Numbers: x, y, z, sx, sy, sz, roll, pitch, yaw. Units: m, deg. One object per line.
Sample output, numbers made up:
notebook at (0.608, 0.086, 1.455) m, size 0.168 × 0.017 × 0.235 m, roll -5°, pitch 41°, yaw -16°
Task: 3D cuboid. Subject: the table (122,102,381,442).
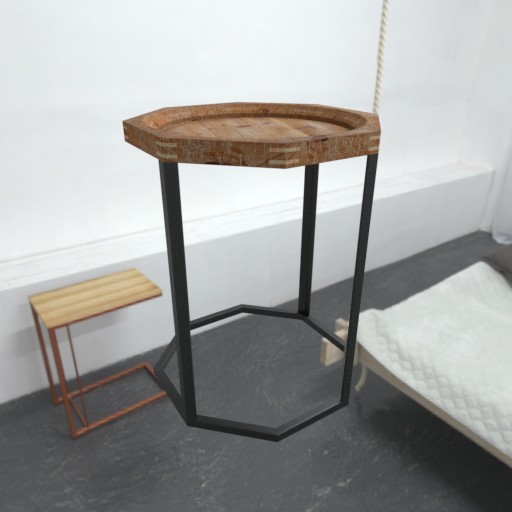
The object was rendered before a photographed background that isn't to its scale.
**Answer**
table at (0.000, 0.000, 0.900) m, size 0.458 × 0.543 × 0.458 m, roll 17°, pitch 30°, yaw 31°
